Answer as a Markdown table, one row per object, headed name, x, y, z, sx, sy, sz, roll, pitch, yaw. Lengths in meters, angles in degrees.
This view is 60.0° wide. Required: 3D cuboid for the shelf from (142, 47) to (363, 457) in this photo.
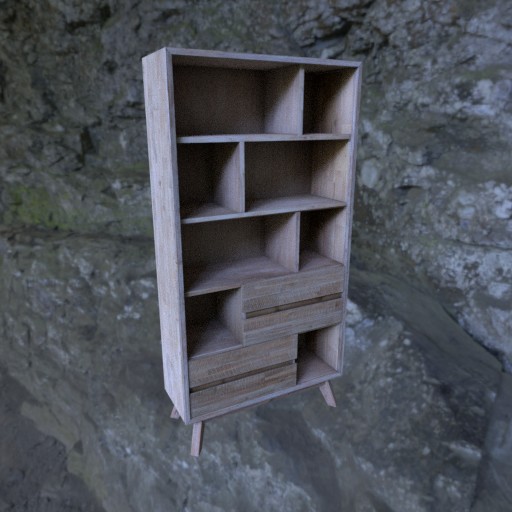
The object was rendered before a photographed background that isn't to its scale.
| name | x | y | z | sx | sy | sz | roll | pitch | yaw |
| --- | --- | --- | --- | --- | --- | --- | --- | --- | --- |
| shelf | 0.000 | 0.000 | 1.804 | 0.748 | 1.471 | 0.308 | -9 | 19 | -26 |
